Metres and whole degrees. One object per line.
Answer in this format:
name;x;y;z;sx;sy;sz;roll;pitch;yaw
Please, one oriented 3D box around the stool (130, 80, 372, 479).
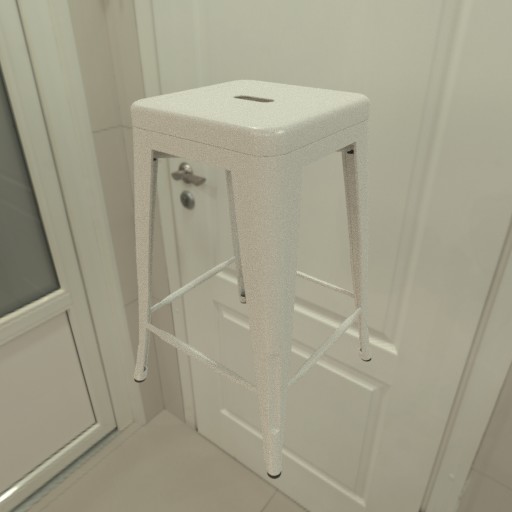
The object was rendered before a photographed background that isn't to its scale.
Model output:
stool;0.000;0.000;0.892;0.406;0.610;0.406;21;36;32
